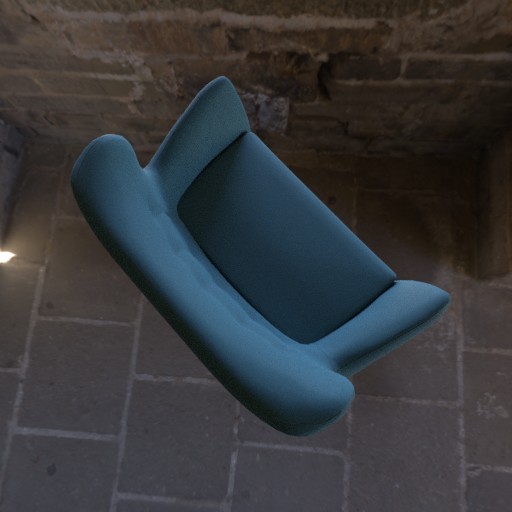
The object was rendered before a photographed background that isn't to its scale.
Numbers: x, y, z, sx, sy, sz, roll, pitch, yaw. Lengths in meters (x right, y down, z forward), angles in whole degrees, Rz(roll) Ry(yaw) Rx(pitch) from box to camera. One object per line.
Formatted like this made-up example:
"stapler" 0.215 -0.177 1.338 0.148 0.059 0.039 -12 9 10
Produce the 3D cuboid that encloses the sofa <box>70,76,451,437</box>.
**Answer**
"sofa" 0.000 0.000 1.954 0.889 0.889 1.397 -41 79 -9
